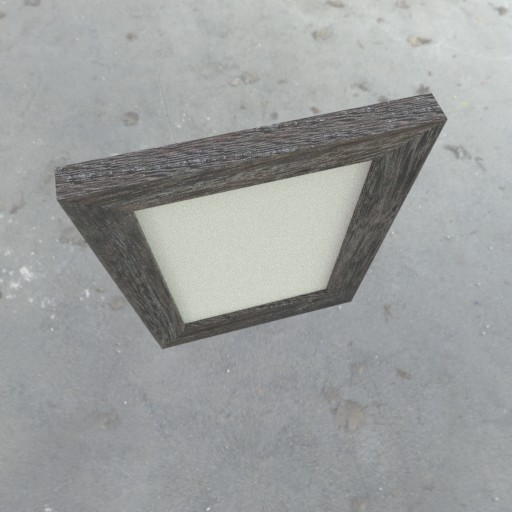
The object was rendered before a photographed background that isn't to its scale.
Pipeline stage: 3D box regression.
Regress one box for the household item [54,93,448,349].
[{"bbox_3d":[0.000,0.000,0.274,0.160,0.210,0.020,-13,64,-7],"label":"household item"}]
